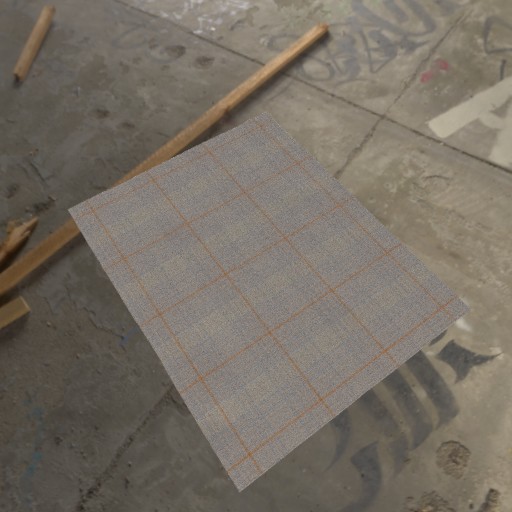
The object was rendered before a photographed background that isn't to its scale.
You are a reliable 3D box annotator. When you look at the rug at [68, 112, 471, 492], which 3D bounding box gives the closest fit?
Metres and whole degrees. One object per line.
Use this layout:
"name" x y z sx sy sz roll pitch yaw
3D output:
"rug" 0.000 0.000 4.136 2.448 0.021 3.051 -31 64 -17
